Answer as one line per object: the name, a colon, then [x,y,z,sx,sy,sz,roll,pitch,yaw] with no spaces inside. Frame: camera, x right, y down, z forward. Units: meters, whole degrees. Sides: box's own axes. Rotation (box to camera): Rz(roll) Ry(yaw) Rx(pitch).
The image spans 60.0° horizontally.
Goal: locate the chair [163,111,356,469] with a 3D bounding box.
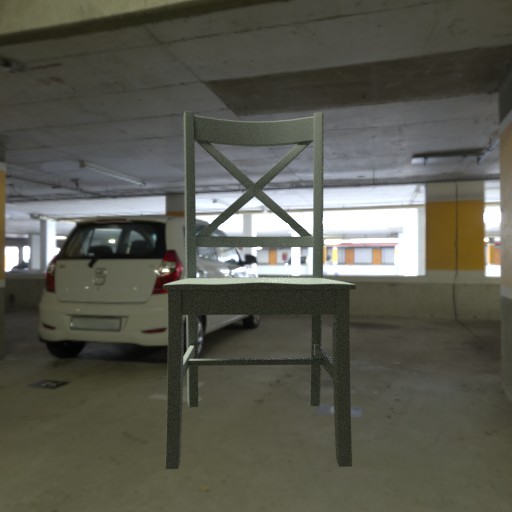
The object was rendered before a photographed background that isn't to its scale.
chair: [0.000,0.000,1.287,0.485,0.983,0.542,0,-1,-2]
